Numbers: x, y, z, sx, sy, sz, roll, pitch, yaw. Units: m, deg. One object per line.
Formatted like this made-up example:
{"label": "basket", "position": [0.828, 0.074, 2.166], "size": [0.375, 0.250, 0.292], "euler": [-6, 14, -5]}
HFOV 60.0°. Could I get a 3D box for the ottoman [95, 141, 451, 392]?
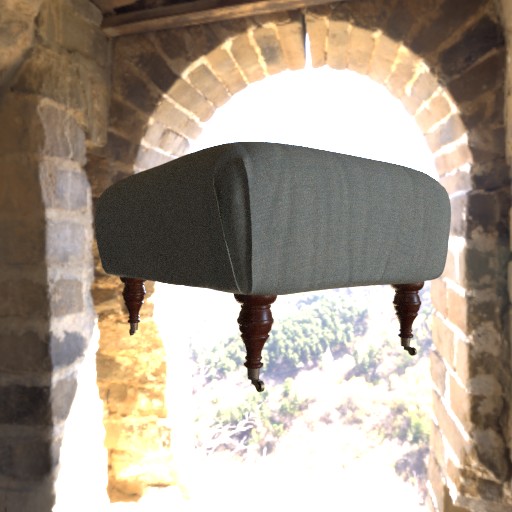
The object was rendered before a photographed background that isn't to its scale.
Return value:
{"label": "ottoman", "position": [0.000, 0.000, 1.113], "size": [0.622, 0.450, 0.747], "euler": [-1, 1, -36]}
